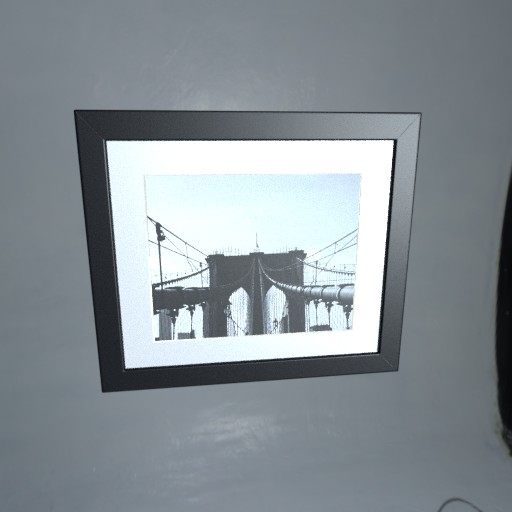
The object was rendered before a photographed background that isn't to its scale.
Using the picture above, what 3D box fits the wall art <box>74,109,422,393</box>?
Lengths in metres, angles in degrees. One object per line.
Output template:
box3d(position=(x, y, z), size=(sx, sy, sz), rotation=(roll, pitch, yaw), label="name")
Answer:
box3d(position=(0.000, 0.000, 0.724), size=(0.521, 0.450, 0.018), rotation=(-2, 15, -8), label="wall art")
